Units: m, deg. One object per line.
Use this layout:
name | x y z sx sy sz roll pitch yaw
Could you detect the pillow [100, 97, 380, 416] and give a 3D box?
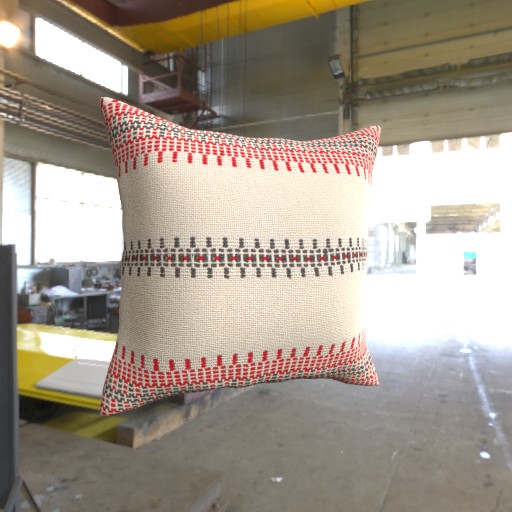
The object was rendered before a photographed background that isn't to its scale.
pillow | 0.000 0.000 0.697 0.463 0.454 0.160 0 0 -19
